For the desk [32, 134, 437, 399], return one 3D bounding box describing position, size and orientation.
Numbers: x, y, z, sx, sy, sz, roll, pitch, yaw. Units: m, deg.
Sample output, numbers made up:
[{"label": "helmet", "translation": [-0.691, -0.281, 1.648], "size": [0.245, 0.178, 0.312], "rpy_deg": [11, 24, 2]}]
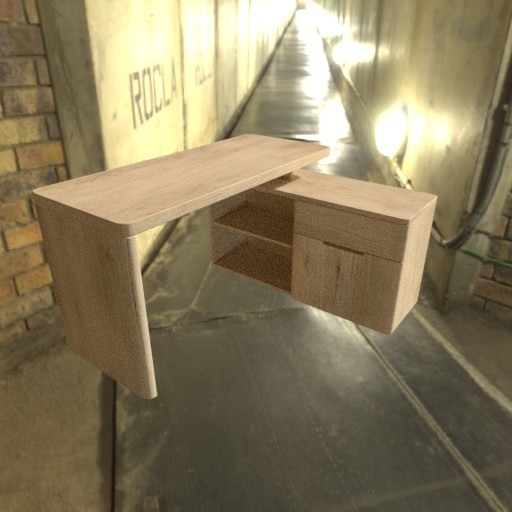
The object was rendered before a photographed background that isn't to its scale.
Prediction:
[{"label": "desk", "translation": [0.000, 0.000, 2.078], "size": [1.175, 0.770, 1.400], "rpy_deg": [19, 32, 33]}]
